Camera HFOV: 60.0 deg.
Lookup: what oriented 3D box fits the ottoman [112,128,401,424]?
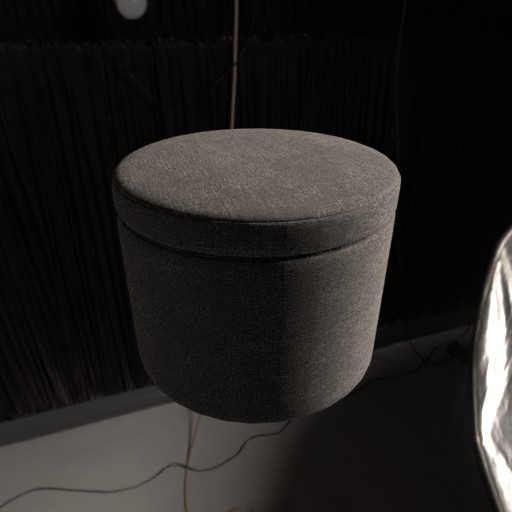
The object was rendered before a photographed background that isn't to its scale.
[{"bbox_3d":[0.000,0.000,0.880,0.500,0.419,0.500,0,29,0],"label":"ottoman"}]
